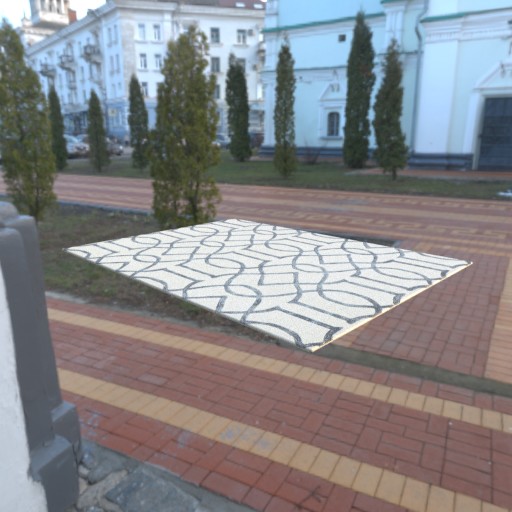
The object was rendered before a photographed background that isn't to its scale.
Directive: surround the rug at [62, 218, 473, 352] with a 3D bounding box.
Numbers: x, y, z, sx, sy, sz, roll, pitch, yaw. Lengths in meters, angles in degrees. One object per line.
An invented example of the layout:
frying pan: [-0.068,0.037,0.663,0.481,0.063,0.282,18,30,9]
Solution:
rug: [0.000,0.000,3.910,2.910,0.021,2.211,14,21,42]
